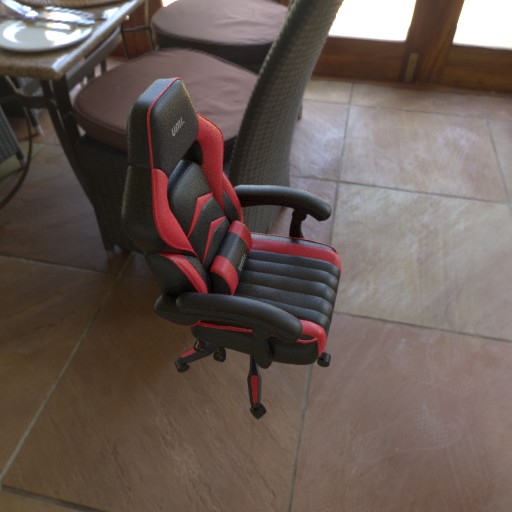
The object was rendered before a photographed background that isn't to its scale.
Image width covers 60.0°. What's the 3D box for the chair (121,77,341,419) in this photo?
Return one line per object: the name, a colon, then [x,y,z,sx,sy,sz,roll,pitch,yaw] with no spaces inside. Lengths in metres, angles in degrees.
chair: [0.000,0.000,1.654,0.700,1.220,0.700,11,47,11]
